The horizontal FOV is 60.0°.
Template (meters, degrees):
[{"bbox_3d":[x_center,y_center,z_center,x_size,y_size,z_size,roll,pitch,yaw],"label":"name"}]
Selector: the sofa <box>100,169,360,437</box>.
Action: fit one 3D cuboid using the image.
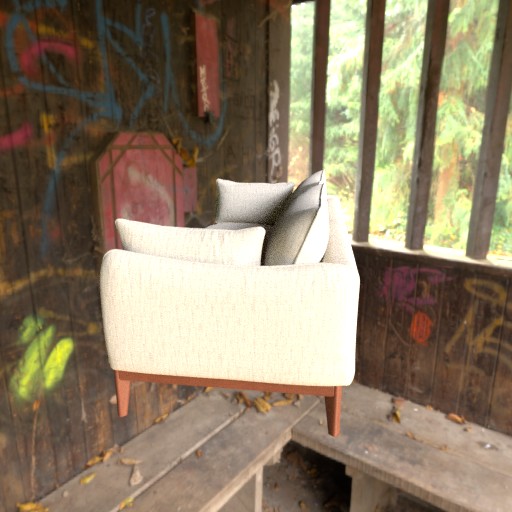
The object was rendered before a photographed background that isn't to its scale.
[{"bbox_3d":[0.000,0.000,2.517,0.991,0.860,1.989,2,15,8],"label":"sofa"}]
